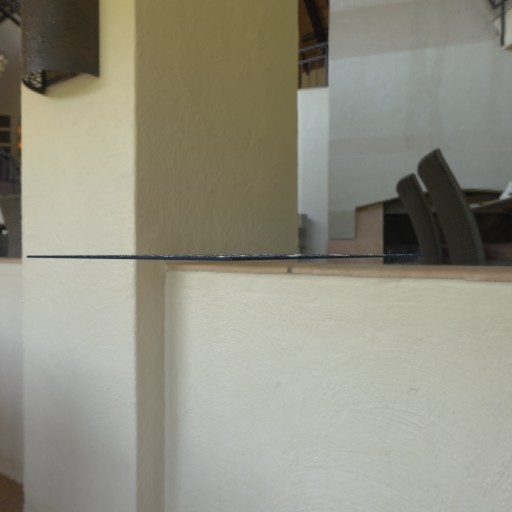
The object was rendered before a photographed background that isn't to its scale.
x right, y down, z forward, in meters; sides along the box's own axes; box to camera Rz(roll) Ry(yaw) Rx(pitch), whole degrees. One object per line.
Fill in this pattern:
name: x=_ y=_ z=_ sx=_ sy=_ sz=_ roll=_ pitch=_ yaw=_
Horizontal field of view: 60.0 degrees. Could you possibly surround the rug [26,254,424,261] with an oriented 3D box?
rug: x=0.000 y=0.000 z=2.948 sx=1.526 sy=0.014 sz=2.290 roll=0 pitch=1 yaw=37
